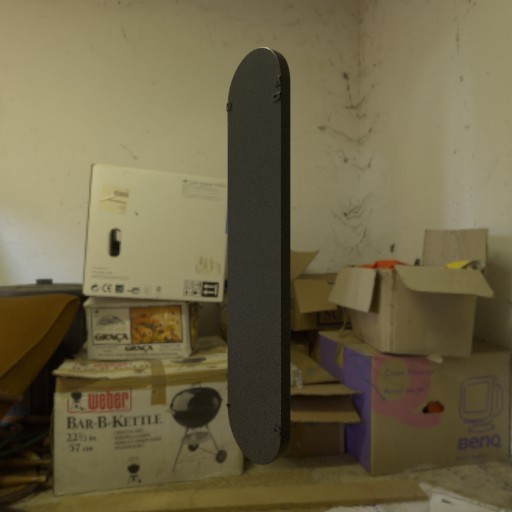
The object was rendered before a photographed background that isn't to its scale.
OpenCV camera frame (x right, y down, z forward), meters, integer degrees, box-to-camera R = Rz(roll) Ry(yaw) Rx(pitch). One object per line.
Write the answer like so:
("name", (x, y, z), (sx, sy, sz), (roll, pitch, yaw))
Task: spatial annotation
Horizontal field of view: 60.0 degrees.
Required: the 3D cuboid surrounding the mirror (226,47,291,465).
("mirror", (0.000, 0.000, 1.076), (0.032, 0.991, 0.222), (0, 0, -36))
